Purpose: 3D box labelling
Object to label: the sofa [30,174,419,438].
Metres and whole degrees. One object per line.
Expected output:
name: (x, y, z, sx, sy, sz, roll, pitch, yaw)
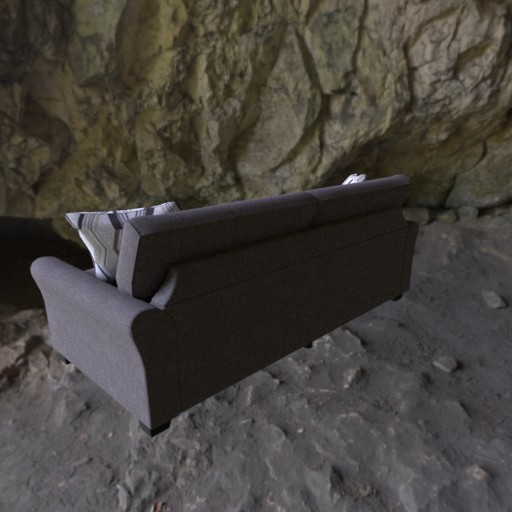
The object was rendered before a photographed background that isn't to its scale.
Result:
sofa: (0.000, 0.000, 2.413, 0.889, 0.813, 2.032, 16, 23, 42)
